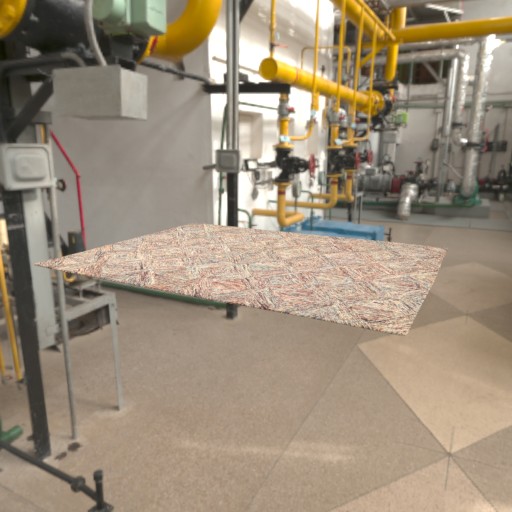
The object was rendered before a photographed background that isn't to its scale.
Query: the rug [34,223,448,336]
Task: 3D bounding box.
[{"bbox_3d":[0.000,0.000,4.252,3.226,0.024,2.436,7,16,27],"label":"rug"}]
